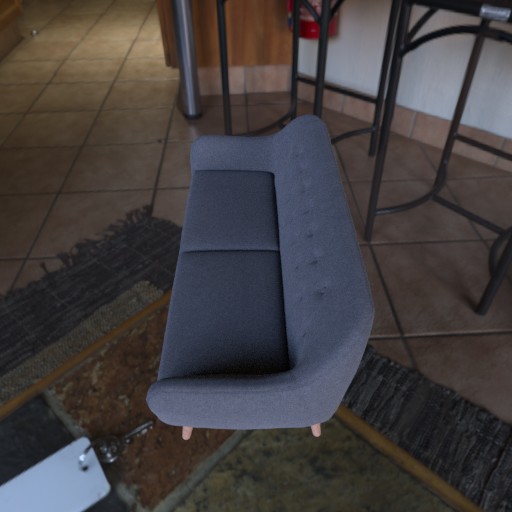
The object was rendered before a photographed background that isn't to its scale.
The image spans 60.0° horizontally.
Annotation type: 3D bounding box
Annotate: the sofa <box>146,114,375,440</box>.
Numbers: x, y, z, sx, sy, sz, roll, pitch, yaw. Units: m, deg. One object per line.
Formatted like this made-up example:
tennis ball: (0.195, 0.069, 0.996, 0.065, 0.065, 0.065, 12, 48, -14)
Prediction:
sofa: (0.000, 0.000, 2.278, 0.820, 0.820, 1.840, 0, 43, -1)
